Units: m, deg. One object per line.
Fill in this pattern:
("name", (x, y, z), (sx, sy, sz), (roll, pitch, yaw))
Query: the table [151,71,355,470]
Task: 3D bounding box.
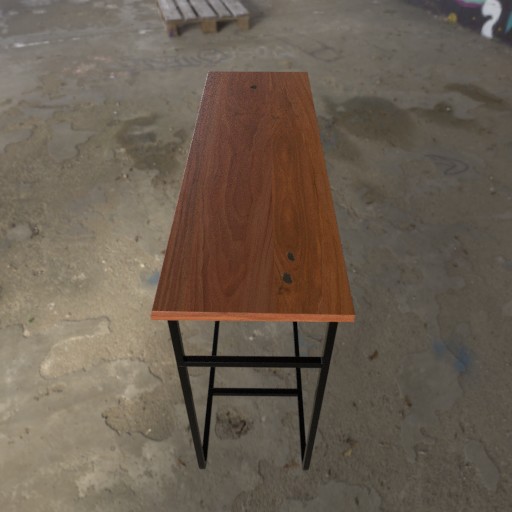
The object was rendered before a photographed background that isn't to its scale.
("table", (0.000, 0.000, 1.412), (0.350, 0.750, 1.100), (0, 43, 0))
